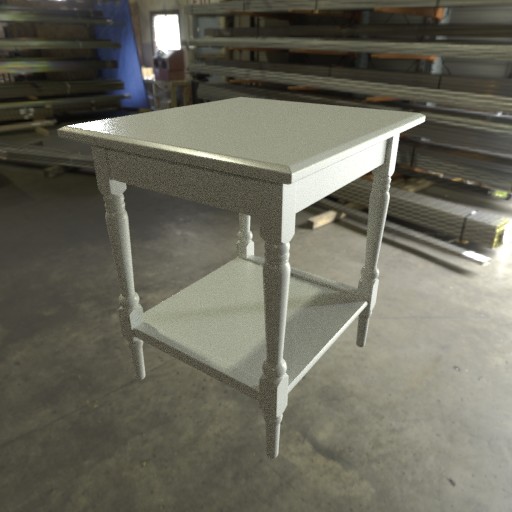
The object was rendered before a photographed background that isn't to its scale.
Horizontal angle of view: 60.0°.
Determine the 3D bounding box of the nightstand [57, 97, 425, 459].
[{"bbox_3d":[0.000,0.000,0.927,0.459,0.555,0.505,18,31,31],"label":"nightstand"}]
